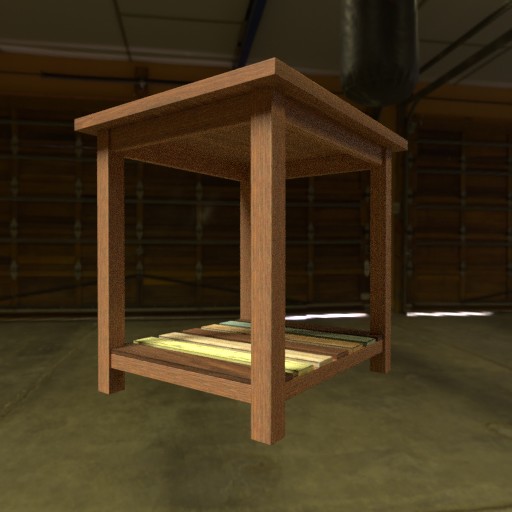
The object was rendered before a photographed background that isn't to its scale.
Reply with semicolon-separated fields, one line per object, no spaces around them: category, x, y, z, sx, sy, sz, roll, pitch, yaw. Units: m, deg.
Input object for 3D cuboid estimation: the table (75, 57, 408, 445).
table;0.000;0.000;1.132;0.559;0.635;0.660;1;1;36
